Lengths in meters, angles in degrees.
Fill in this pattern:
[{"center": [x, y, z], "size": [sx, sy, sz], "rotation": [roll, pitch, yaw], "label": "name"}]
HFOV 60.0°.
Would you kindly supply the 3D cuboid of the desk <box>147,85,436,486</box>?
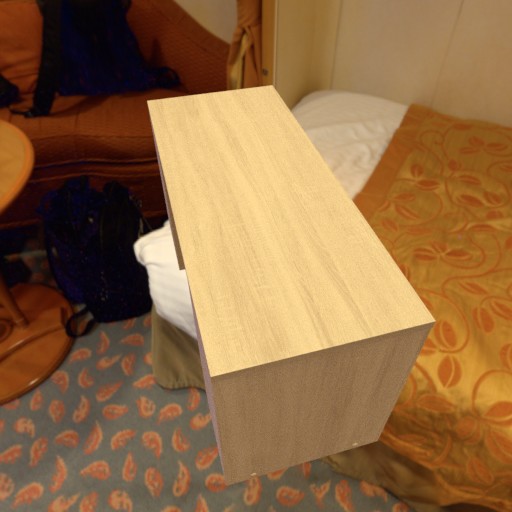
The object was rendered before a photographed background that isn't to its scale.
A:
[{"center": [0.000, 0.000, 1.785], "size": [0.600, 0.740, 1.390], "rotation": [-11, 46, -11], "label": "desk"}]
